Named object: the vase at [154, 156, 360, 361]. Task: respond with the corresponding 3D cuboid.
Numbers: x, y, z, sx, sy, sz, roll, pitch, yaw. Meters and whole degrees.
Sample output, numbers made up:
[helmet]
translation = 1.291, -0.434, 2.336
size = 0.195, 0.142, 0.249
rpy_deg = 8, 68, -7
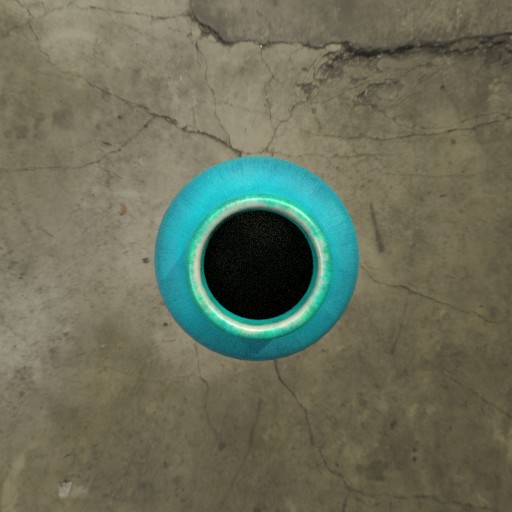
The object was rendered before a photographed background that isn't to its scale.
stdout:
[vase]
translation = 0.000, 0.000, 0.253
size = 0.106, 0.192, 0.106
rpy_deg = 0, 93, -1
